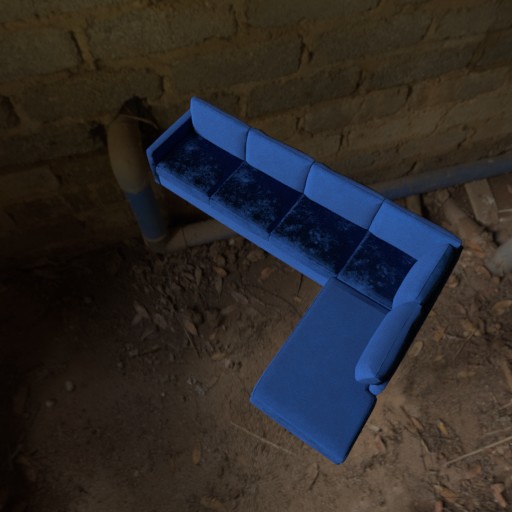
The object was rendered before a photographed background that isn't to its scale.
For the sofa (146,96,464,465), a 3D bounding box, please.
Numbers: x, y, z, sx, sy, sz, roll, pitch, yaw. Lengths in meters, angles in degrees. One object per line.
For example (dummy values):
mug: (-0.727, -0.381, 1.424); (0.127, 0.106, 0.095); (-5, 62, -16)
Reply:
sofa: (0.000, 0.000, 3.293); (2.486, 0.687, 1.707); (32, 67, 15)
